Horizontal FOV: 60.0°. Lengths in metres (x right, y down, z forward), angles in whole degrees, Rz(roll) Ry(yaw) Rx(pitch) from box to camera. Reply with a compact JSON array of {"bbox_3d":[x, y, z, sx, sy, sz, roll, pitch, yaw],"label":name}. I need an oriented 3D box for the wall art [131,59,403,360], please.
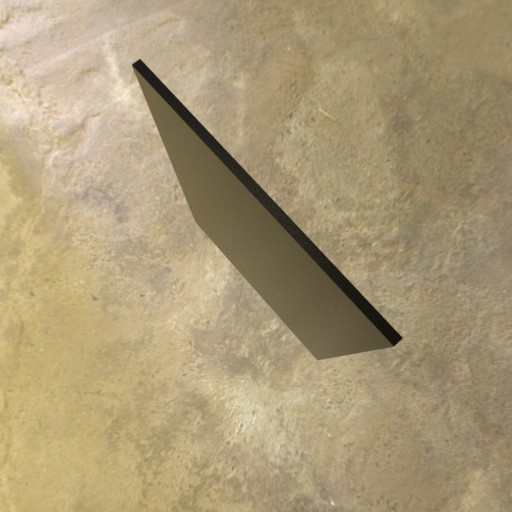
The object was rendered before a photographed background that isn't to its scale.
[{"bbox_3d":[0.000,0.000,0.775,0.013,0.582,0.442,-40,79,-10],"label":"wall art"}]
